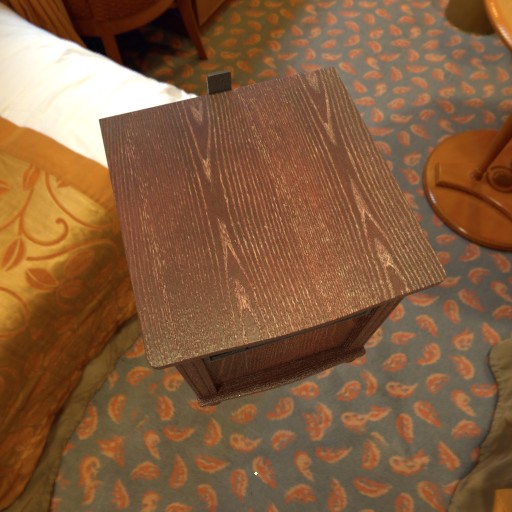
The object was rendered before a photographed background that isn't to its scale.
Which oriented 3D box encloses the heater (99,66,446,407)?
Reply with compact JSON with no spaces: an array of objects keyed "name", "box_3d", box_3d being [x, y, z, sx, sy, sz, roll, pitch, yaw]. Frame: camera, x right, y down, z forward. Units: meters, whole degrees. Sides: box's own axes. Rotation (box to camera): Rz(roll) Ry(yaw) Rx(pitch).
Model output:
[{"name":"heater","box_3d":[0.000,0.000,0.767,0.362,0.481,0.400,-16,65,-7]}]
